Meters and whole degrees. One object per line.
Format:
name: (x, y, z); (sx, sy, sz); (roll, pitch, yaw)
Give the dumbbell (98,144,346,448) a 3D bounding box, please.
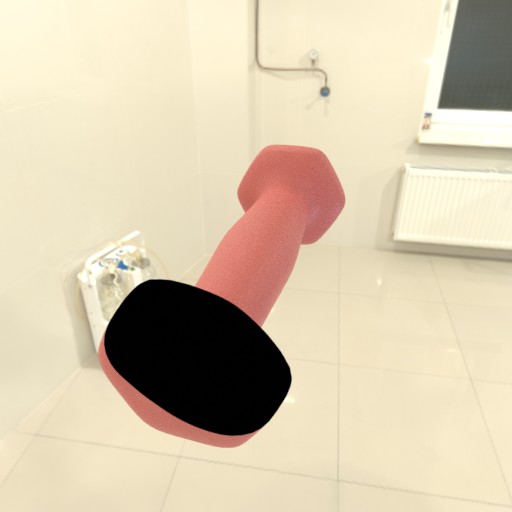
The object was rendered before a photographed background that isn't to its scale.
dumbbell: (0.000, 0.000, 0.147); (0.047, 0.043, 0.123); (8, 31, 14)
